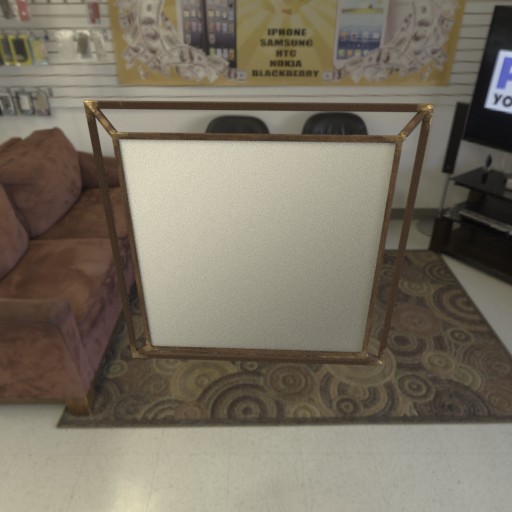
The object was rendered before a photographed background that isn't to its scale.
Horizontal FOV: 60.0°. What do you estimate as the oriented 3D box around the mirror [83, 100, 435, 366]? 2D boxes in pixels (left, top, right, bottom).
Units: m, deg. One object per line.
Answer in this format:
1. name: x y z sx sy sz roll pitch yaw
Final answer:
1. mirror: 0.000 0.000 0.919 0.610 0.610 0.032 1 31 2
